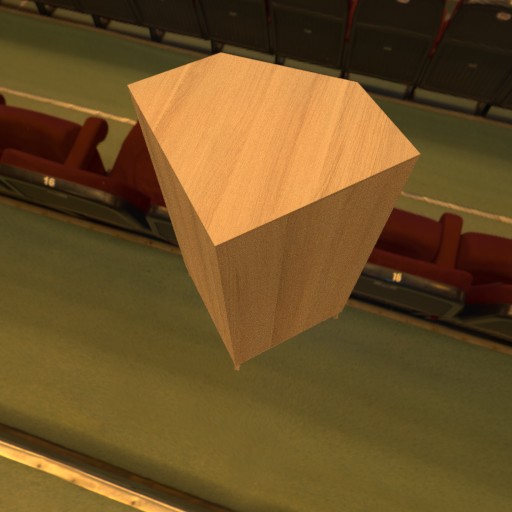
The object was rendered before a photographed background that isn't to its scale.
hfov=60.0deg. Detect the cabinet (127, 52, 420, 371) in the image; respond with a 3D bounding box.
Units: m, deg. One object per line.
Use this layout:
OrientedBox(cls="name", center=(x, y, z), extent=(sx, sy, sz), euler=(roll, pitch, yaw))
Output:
OrientedBox(cls="cabinet", center=(0.000, 0.000, 2.650), extent=(1.272, 1.957, 0.969), euler=(16, 64, 8))
